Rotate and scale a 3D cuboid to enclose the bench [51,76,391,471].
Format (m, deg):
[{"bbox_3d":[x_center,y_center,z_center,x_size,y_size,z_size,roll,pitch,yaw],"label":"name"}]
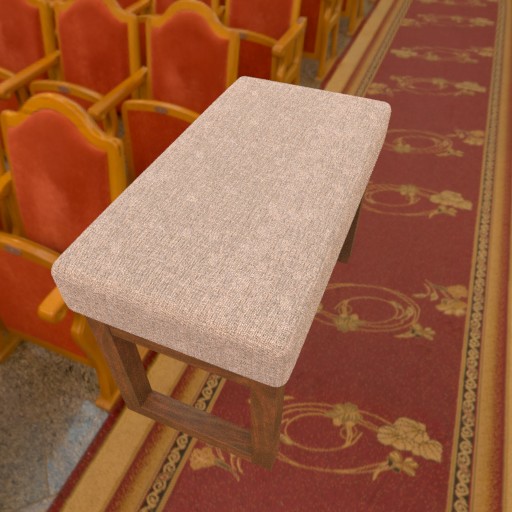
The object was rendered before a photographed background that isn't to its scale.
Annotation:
[{"bbox_3d":[0.000,0.000,0.951,0.366,0.467,0.681,17,48,15],"label":"bench"}]
